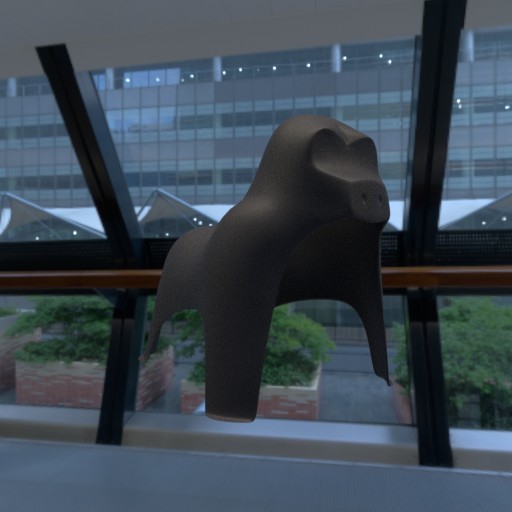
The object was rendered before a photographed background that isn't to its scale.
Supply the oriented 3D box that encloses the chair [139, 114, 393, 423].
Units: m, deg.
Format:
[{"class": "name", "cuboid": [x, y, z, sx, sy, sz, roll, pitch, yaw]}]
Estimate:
[{"class": "chair", "cuboid": [0.000, 0.000, 1.122, 0.490, 0.600, 0.758, 0, 0, -35]}]
